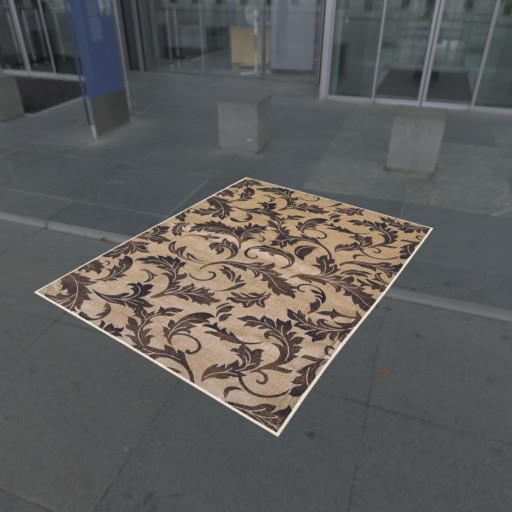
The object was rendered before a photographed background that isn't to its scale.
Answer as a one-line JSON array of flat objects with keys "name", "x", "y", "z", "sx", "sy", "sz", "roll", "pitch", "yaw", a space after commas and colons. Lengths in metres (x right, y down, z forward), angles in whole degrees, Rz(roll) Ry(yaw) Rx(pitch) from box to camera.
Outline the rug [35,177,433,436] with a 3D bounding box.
[{"name": "rug", "x": 0.000, "y": 0.000, "z": 4.094, "sx": 2.380, "sy": 0.008, "sz": 2.977, "roll": 20, "pitch": 38, "yaw": 29}]
